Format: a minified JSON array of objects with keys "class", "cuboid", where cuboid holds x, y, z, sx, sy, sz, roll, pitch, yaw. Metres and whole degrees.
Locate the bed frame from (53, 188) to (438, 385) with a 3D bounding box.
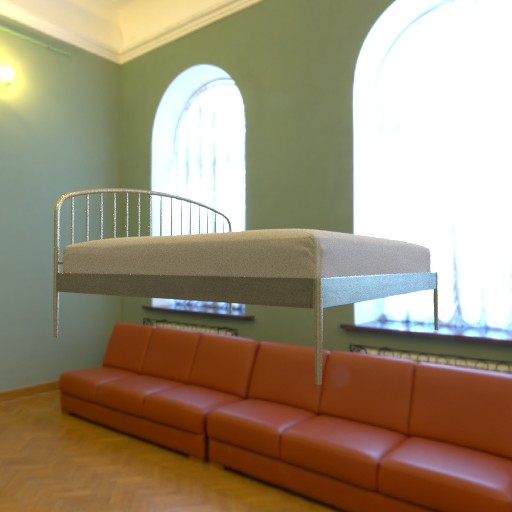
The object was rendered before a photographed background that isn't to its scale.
[{"class":"bed frame","cuboid":[0.000,0.000,3.372,2.152,1.174,2.016,-1,-1,36]}]
